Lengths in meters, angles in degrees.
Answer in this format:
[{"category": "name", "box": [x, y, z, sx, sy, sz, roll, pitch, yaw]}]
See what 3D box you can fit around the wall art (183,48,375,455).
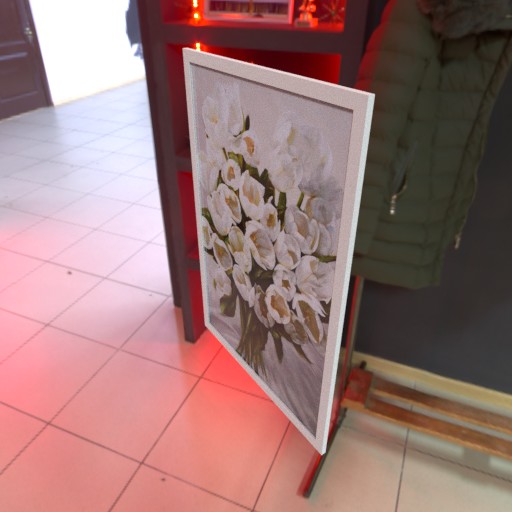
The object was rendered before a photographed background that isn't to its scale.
[{"category": "wall art", "box": [0.000, 0.000, 1.208, 0.015, 0.965, 0.660, -20, 38, -29]}]
